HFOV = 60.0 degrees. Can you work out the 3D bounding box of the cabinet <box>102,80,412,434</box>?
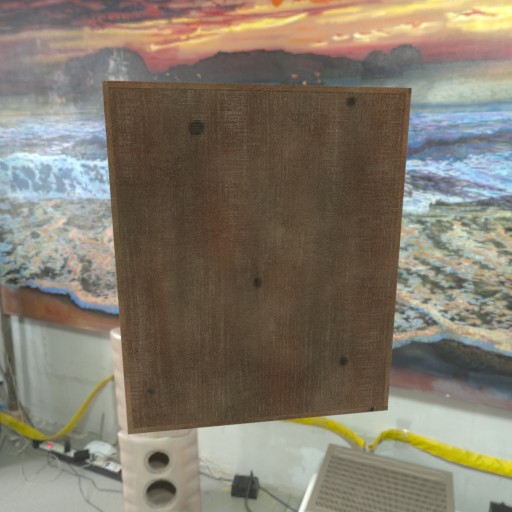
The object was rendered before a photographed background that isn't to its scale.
[{"bbox_3d":[0.000,0.000,0.844,0.489,0.590,0.184,-2,13,-9],"label":"cabinet"}]
